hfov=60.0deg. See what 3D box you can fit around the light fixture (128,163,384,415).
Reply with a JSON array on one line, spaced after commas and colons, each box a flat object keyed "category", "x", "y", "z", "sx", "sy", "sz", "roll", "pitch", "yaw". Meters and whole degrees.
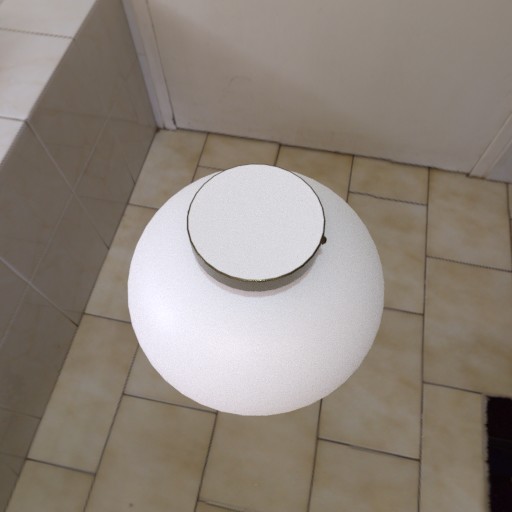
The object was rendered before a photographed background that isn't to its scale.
[{"category": "light fixture", "x": 0.000, "y": 0.000, "z": 0.552, "sx": 0.355, "sy": 0.177, "sz": 0.355, "roll": 0, "pitch": 63, "yaw": 0}]
